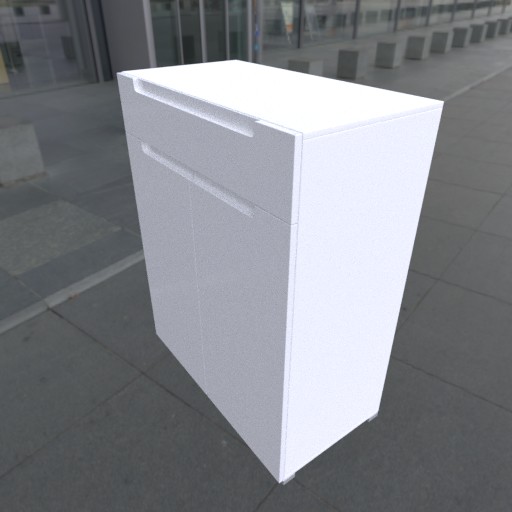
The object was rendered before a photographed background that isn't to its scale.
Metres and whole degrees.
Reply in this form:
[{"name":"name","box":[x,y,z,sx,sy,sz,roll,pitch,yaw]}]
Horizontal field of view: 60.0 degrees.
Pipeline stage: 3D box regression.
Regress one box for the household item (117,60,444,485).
[{"name":"household item","box":[0.000,0.000,1.378,0.420,1.010,0.790,-21,37,-31]}]
